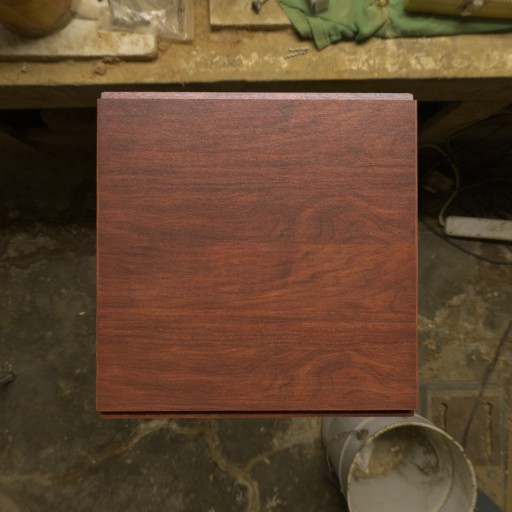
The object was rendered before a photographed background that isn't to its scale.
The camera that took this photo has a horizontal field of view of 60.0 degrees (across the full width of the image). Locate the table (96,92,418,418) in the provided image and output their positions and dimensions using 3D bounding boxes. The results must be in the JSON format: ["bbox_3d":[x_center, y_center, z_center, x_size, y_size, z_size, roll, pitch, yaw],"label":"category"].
[{"bbox_3d":[0.000,0.000,1.497,0.812,0.763,0.843,0,89,-1],"label":"table"}]
